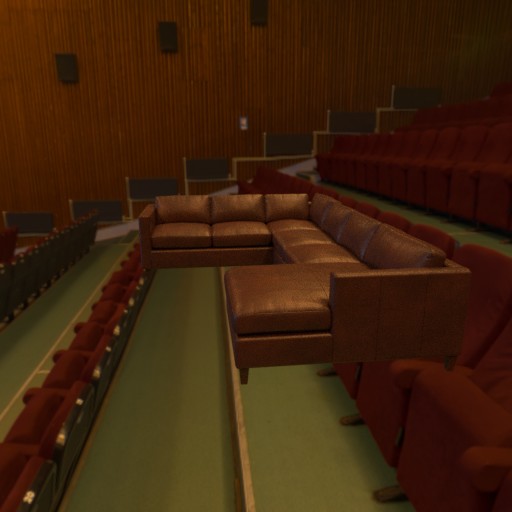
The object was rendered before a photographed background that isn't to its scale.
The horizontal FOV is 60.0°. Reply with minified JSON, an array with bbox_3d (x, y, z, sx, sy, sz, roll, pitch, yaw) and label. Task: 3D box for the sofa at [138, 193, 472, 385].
[{"bbox_3d":[0.000,0.000,4.407,2.452,0.891,3.324,-2,15,-7],"label":"sofa"}]
